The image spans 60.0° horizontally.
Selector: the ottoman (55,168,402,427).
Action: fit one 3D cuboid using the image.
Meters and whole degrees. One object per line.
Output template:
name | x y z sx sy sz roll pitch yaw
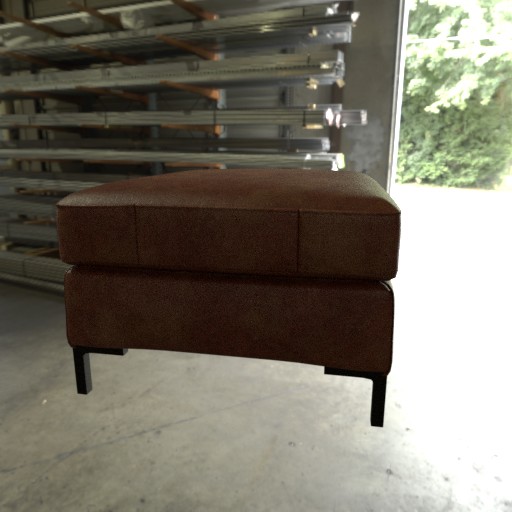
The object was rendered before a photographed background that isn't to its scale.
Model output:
ottoman | 0.000 0.000 1.775 0.965 0.667 1.186 3 14 10
